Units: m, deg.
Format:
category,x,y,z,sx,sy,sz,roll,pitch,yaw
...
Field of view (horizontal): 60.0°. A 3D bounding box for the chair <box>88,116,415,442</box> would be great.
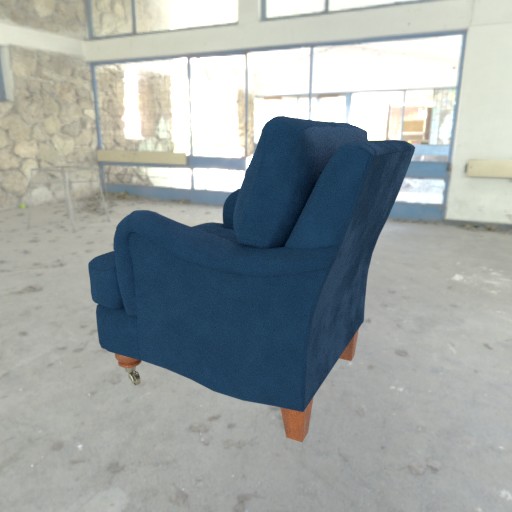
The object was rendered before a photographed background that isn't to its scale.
category,x,y,z,sx,sy,sz,roll,pitch,yaw
chair,0.000,0.000,1.840,1.078,1.076,0.895,7,17,26
